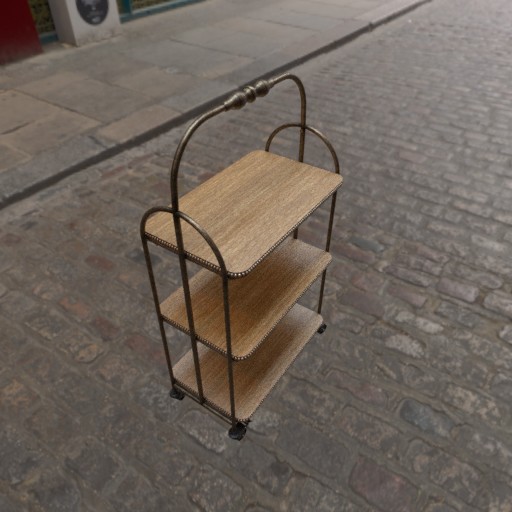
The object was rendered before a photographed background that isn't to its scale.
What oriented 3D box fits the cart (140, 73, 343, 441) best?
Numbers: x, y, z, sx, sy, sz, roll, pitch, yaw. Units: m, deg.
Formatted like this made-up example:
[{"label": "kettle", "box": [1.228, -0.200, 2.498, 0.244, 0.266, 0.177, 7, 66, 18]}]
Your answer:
[{"label": "cart", "box": [0.000, 0.000, 1.370, 0.330, 1.052, 0.650, 24, 45, 26]}]
